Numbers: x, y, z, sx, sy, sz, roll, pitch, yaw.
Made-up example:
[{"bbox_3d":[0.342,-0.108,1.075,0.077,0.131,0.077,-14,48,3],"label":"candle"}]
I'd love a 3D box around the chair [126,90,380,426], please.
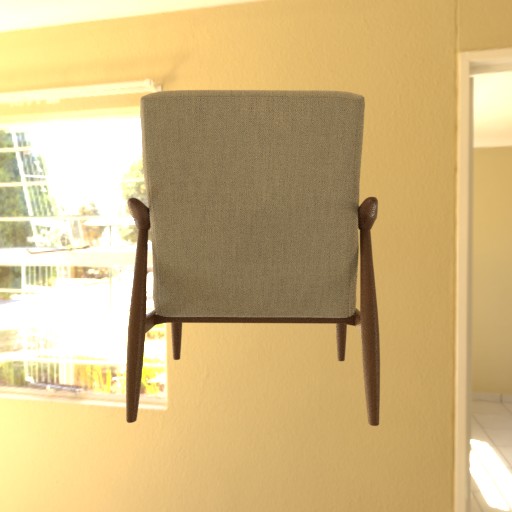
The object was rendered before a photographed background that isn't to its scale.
[{"bbox_3d":[0.000,0.000,1.465,0.741,0.832,0.798,0,0,2],"label":"chair"}]
